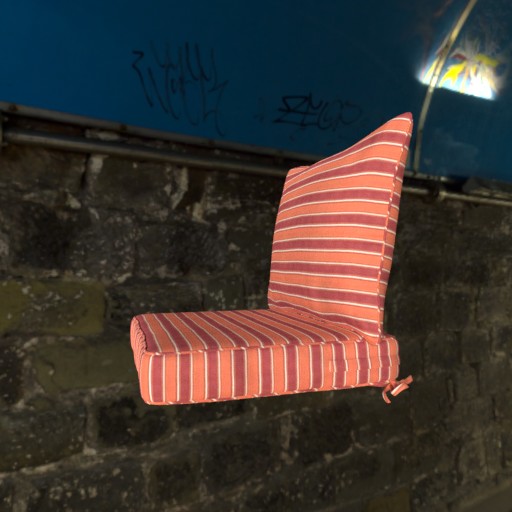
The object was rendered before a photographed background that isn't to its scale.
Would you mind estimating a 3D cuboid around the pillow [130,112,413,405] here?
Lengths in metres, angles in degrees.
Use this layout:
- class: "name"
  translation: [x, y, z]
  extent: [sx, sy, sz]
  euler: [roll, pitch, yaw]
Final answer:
- class: "pillow"
  translation: [0.000, 0.000, 1.380]
  extent: [0.733, 0.723, 0.799]
  euler: [0, 0, -18]
